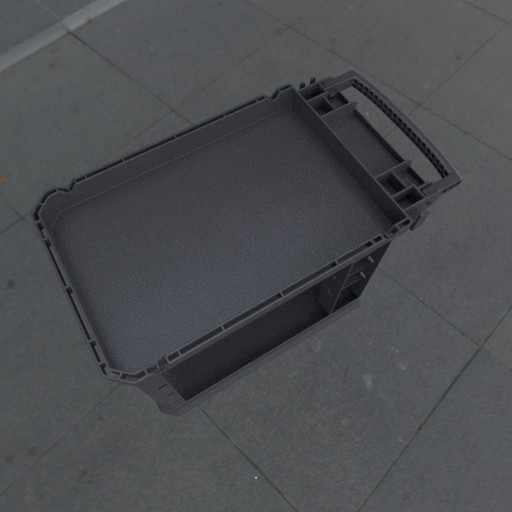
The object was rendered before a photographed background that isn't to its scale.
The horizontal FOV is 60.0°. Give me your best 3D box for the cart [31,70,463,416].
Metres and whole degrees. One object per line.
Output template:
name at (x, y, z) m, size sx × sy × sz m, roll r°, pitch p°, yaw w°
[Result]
cart at (0.000, 0.000, 1.752) m, size 1.239 × 0.884 × 0.674 m, roll -28°, pitch 67°, yaw -13°
